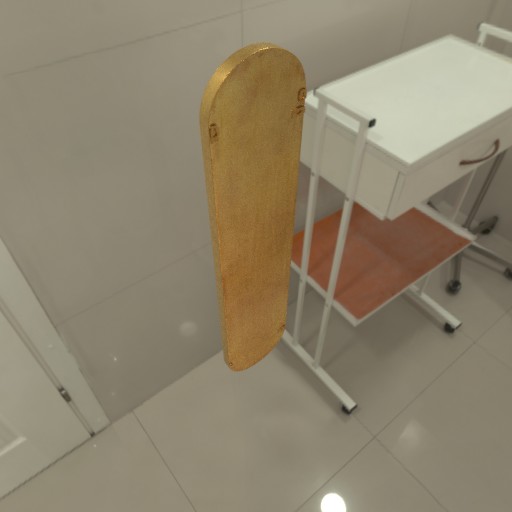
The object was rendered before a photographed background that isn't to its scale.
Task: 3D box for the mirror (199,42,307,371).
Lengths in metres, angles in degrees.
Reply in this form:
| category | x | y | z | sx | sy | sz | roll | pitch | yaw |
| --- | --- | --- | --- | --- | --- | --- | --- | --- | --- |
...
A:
| category | x | y | z | sx | sy | sz | roll | pitch | yaw |
| --- | --- | --- | --- | --- | --- | --- | --- | --- | --- |
| mirror | 0.000 | 0.000 | 1.080 | 0.222 | 0.991 | 0.032 | -31 | 54 | -25 |
